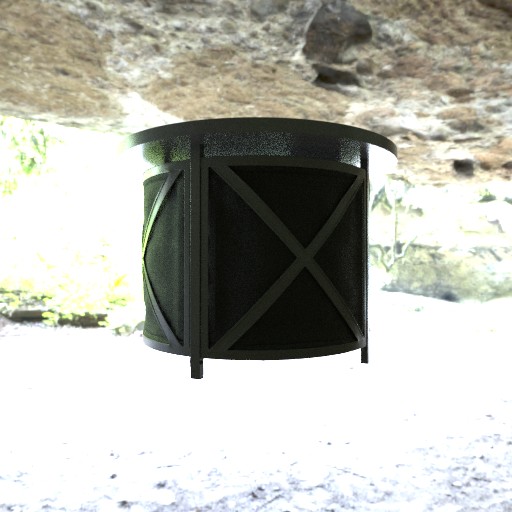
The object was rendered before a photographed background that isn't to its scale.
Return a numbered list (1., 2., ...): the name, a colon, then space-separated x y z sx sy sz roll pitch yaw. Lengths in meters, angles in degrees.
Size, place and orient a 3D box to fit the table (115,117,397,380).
1. table: 0.000 0.000 1.502 0.914 0.650 0.914 0 0 0
